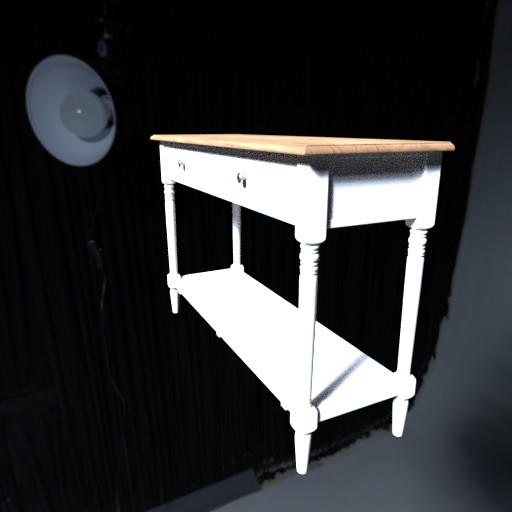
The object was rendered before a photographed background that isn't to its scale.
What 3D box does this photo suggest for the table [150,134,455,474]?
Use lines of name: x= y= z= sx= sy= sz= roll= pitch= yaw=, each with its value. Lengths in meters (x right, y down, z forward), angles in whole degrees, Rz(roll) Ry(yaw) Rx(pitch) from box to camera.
table: x=0.000 y=0.000 z=1.548 sx=0.399 sy=0.800 sz=1.219 roll=-8 pitch=18 yaw=-25
